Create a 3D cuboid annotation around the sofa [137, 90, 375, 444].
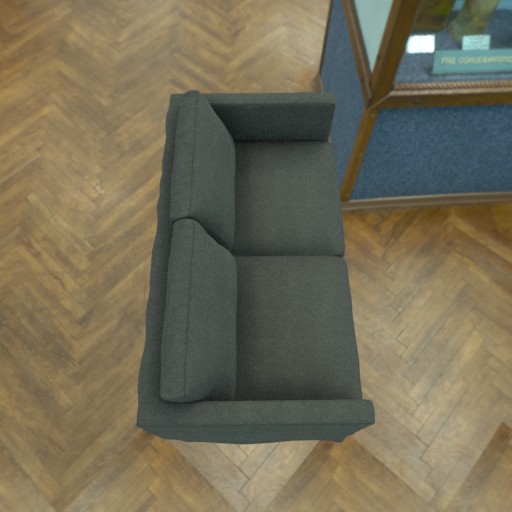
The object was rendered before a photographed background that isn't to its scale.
[{"bbox_3d":[0.000,0.000,2.368,0.974,0.854,1.802,-1,63,0],"label":"sofa"}]
